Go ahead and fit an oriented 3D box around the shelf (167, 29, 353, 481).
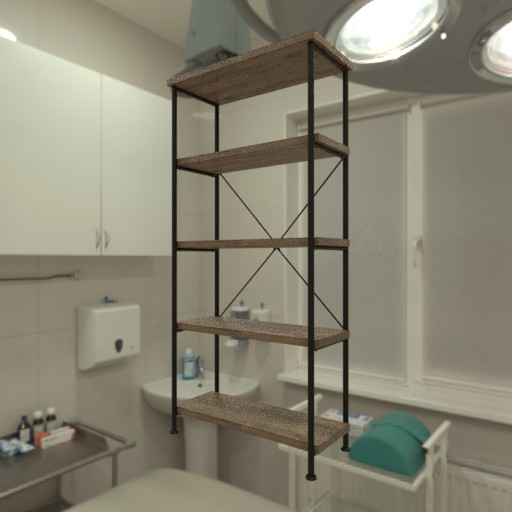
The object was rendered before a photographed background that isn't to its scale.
[{"bbox_3d":[0.000,0.000,2.043,0.800,1.700,0.360,0,0,36],"label":"shelf"}]
